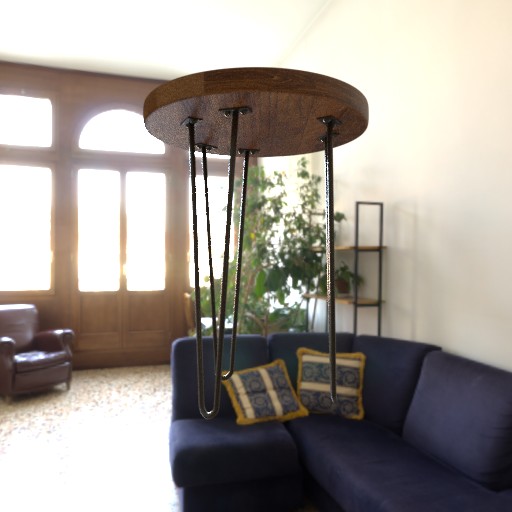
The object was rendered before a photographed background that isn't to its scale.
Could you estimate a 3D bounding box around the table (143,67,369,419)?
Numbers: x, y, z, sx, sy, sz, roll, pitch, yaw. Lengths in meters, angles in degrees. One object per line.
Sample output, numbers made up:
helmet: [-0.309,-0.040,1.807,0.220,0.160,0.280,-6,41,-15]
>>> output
table: [0.000,0.000,0.808,0.400,0.520,0.400,0,-1,0]
